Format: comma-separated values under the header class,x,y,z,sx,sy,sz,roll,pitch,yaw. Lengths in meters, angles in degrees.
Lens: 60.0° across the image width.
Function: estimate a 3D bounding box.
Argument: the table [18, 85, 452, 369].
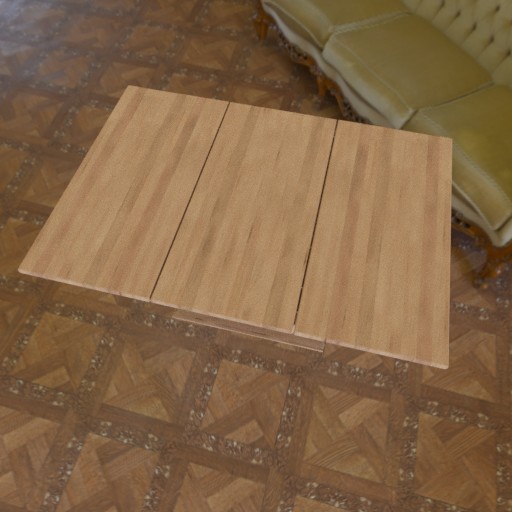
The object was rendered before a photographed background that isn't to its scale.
class,x,y,z,sx,sy,sz,roll,pitch,yaw
table,0.000,0.000,1.844,1.300,0.770,0.900,12,59,7
